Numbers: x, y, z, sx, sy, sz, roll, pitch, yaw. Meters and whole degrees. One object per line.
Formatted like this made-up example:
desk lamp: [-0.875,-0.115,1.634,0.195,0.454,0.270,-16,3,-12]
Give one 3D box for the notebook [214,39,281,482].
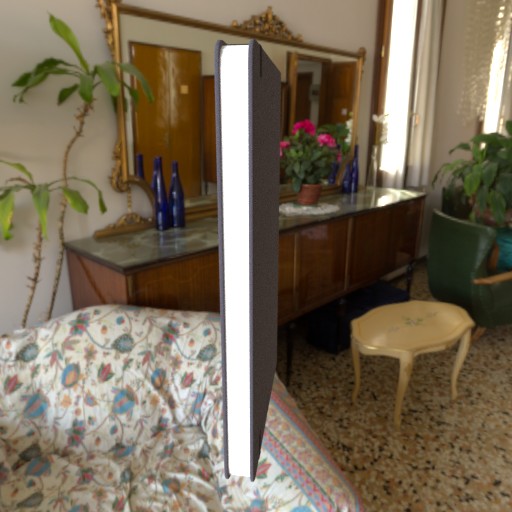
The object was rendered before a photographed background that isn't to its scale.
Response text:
notebook: [0.000,0.000,0.259,0.016,0.213,0.127,2,17,8]
